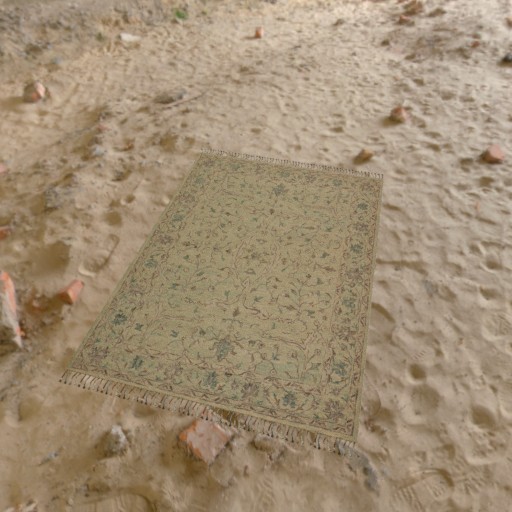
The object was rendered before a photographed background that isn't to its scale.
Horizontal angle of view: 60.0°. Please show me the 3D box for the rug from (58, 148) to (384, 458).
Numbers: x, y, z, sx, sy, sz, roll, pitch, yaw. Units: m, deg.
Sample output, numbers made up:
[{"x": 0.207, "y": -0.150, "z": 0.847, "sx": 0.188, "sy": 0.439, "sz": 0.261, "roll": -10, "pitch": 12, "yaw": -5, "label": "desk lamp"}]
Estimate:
[{"x": 0.000, "y": 0.000, "z": 2.319, "sx": 1.247, "sy": 0.008, "sz": 1.802, "roll": 11, "pitch": 47, "yaw": 10, "label": "rug"}]
